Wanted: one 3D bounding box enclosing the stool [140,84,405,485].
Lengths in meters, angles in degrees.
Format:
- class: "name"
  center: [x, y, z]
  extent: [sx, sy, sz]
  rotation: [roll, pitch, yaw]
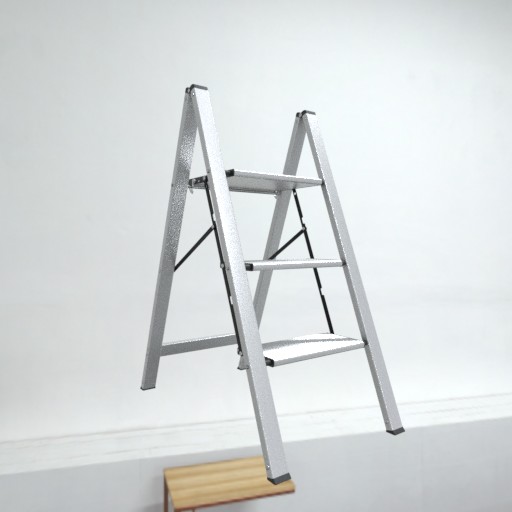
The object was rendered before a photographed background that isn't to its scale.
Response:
- class: "stool"
  center: [0.000, 0.000, 1.306]
  extent: [0.441, 0.902, 0.730]
  rotation: [-2, 3, -36]
